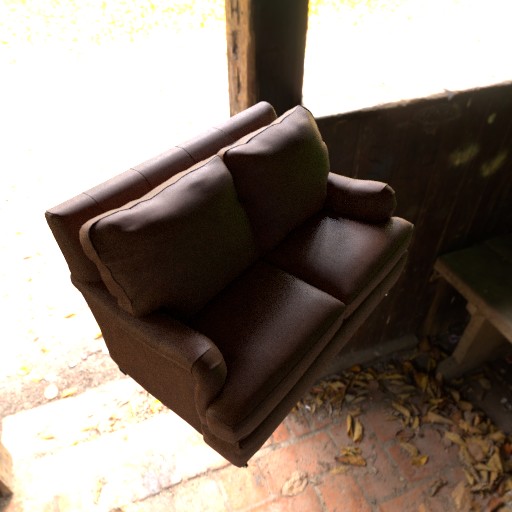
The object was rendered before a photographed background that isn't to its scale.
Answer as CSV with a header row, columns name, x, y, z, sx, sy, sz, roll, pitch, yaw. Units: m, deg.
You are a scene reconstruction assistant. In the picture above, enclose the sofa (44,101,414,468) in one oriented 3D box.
name,x,y,z,sx,sy,sz,roll,pitch,yaw
sofa,0.000,0.000,2.201,1.077,1.004,1.527,28,49,28
